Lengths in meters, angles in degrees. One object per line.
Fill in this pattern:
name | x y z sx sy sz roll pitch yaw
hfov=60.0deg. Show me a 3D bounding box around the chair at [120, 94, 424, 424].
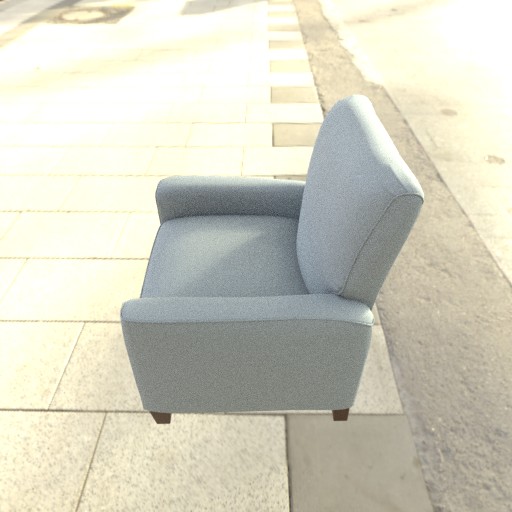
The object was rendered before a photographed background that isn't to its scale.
chair | 0.000 0.000 1.643 0.846 1.007 0.853 -1 40 -1
